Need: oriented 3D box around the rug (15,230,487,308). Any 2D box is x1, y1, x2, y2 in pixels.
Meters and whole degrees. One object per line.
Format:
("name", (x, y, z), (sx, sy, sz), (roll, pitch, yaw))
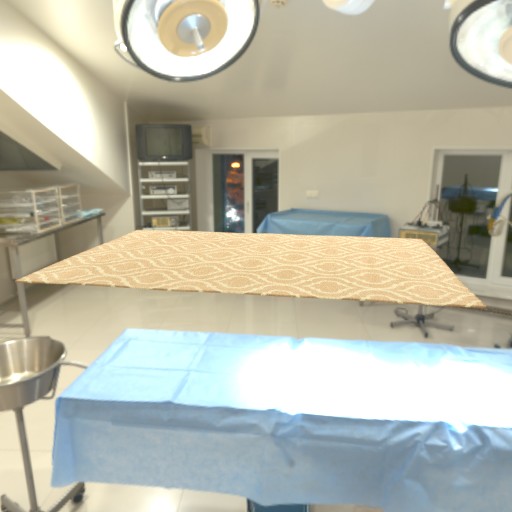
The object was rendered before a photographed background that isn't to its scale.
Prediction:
("rug", (0.000, 0.000, 2.159), (1.761, 0.013, 1.152), (2, 14, 9))
